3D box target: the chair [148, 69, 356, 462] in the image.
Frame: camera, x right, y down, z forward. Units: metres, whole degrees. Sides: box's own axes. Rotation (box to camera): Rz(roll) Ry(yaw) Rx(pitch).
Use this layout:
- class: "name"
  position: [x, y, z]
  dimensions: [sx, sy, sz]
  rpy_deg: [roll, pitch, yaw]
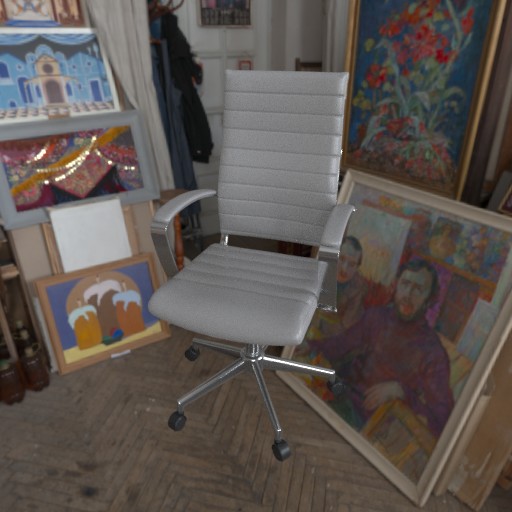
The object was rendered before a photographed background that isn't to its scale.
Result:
- class: "chair"
  position: [0.000, 0.000, 1.528]
  dimensions: [0.679, 1.149, 0.667]
  rpy_deg: [9, 27, 17]
